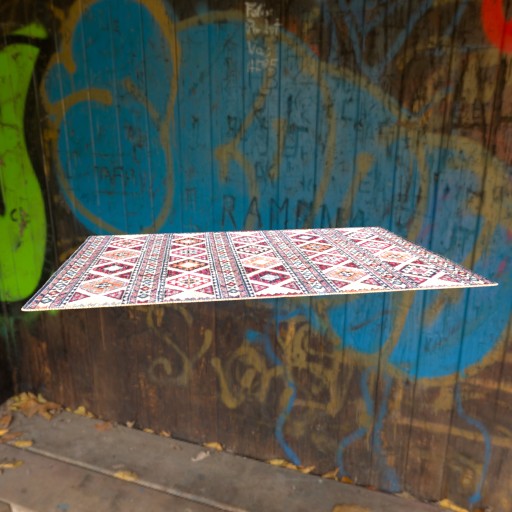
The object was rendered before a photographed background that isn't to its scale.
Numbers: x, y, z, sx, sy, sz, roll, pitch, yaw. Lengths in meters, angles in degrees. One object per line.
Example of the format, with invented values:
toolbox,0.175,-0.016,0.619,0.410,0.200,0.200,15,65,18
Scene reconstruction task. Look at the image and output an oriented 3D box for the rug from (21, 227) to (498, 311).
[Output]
rug,0.000,0.000,2.953,2.440,0.010,1.545,-2,16,-8
